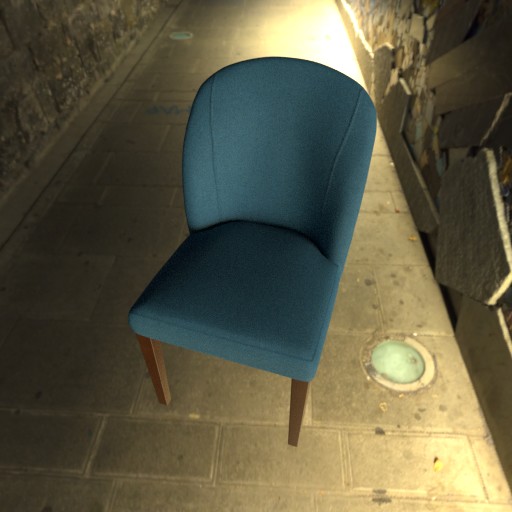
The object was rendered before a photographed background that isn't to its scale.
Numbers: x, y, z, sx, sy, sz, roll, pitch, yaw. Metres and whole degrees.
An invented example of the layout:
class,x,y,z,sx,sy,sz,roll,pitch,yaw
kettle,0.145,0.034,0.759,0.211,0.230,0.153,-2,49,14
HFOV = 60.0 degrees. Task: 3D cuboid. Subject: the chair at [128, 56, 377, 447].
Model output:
class,x,y,z,sx,sy,sz,roll,pitch,yaw
chair,0.000,0.000,1.241,0.507,0.879,0.620,13,44,13
